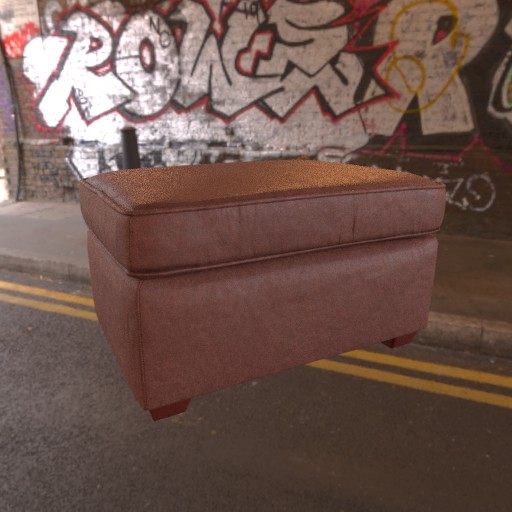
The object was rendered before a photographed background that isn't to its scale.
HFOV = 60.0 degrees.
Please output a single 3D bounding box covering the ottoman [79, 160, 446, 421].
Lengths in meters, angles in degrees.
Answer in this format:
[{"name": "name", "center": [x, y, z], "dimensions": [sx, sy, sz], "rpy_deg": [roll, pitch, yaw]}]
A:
[{"name": "ottoman", "center": [0.000, 0.000, 1.101], "dimensions": [0.749, 0.449, 0.548], "rpy_deg": [-9, 18, -27]}]
